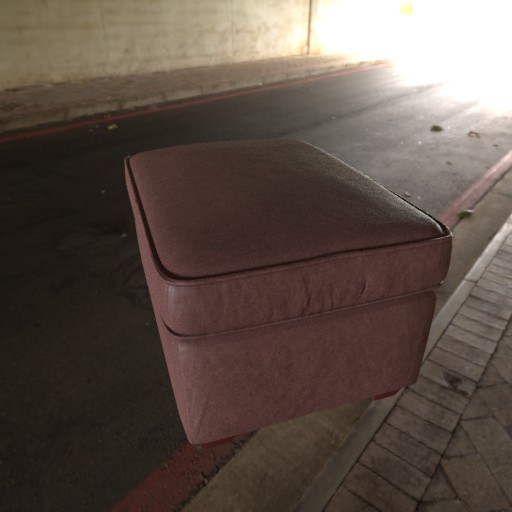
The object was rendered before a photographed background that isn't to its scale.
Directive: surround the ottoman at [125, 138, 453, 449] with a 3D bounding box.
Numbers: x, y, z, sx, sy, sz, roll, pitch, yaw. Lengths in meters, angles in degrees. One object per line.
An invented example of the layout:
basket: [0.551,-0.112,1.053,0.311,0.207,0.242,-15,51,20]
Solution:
ottoman: [0.000,0.000,1.102,0.548,0.449,0.749,-9,30,-17]
